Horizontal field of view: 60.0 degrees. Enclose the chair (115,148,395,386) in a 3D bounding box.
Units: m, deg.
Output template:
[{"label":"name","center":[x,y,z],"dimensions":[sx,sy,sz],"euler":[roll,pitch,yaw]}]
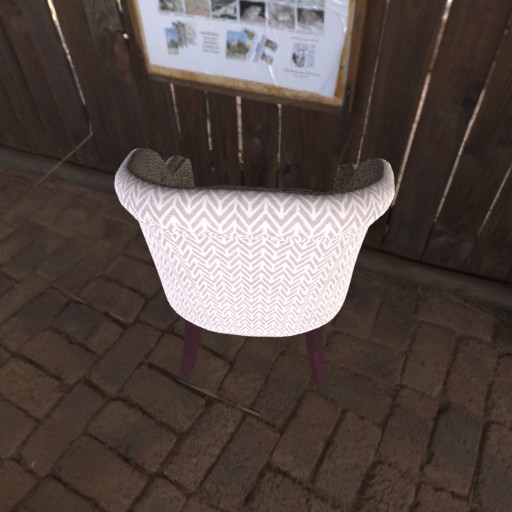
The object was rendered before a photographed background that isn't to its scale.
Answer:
[{"label":"chair","center":[0.000,0.000,1.307],"dimensions":[0.686,0.858,0.613],"euler":[3,45,3]}]
